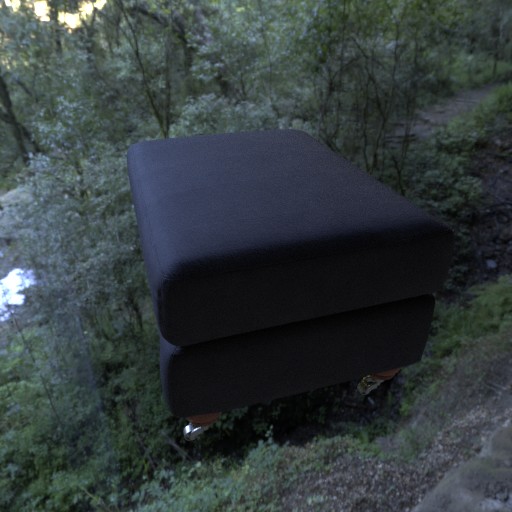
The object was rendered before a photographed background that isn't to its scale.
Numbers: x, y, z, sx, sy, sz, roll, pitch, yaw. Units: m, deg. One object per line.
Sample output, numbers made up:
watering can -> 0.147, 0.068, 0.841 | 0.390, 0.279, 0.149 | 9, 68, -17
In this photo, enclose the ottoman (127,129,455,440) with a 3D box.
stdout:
ottoman -> 0.000, 0.000, 1.145 | 0.574, 0.497, 0.773 | -9, 32, -15
